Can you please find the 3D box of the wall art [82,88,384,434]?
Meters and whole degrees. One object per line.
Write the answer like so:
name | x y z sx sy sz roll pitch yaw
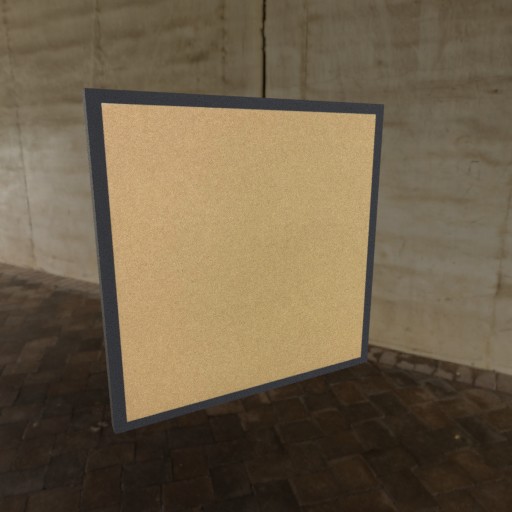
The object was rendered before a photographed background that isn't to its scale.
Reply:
wall art | 0.000 0.000 1.129 0.762 0.760 0.037 -7 16 -27
